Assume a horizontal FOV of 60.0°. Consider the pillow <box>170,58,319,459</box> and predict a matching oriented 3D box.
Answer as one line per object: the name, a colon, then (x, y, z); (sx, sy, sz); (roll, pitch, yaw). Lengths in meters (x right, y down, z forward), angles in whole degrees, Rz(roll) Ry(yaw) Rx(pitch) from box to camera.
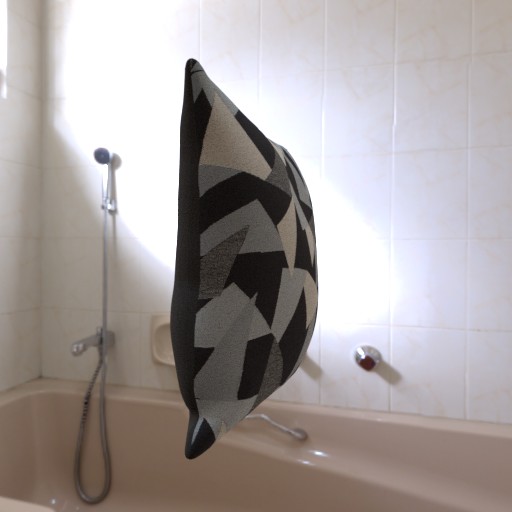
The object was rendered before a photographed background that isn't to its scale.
pillow: (0.000, 0.000, 0.771); (0.208, 0.496, 0.503); (0, 1, 18)
